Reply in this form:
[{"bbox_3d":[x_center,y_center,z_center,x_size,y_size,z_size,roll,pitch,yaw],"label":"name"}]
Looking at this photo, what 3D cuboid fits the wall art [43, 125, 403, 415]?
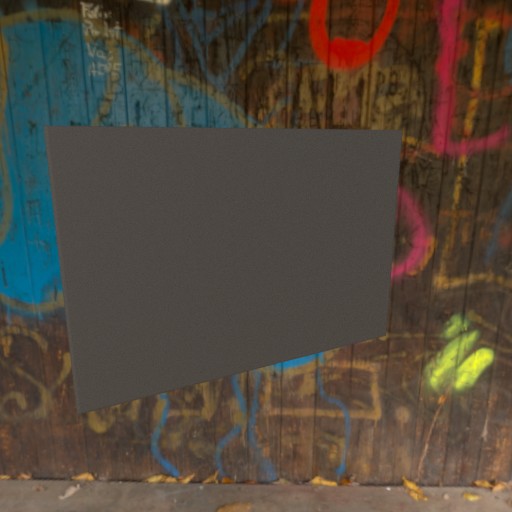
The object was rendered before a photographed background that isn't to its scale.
[{"bbox_3d":[0.000,0.000,1.185,0.958,0.656,0.026,-7,16,-26],"label":"wall art"}]
